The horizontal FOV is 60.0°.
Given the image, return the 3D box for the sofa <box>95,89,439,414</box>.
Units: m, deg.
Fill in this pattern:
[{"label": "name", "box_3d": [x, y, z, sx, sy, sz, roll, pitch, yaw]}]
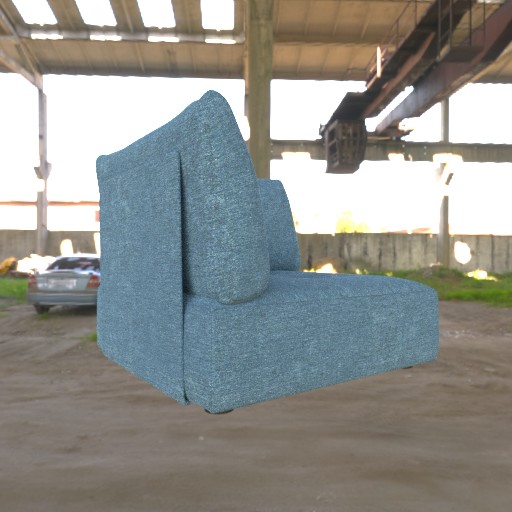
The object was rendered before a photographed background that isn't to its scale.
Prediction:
[{"label": "sofa", "box_3d": [0.000, 0.000, 1.720, 1.000, 0.820, 1.000, 0, 0, -35]}]
